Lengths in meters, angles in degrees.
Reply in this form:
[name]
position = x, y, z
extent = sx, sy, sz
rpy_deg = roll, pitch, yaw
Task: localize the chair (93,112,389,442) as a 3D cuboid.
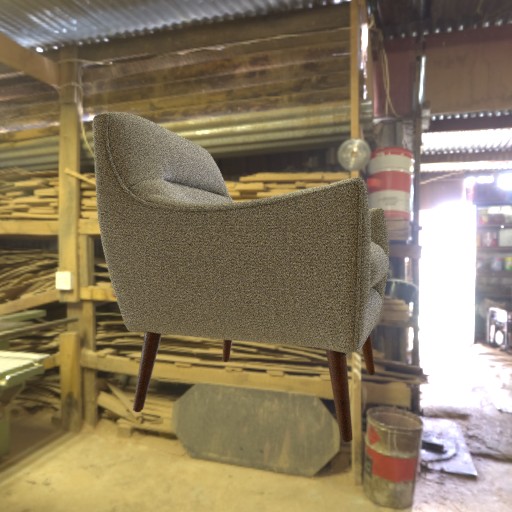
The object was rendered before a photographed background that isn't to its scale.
[chair]
position = 0.000, 0.000, 1.395
extent = 0.787, 0.838, 0.762
rpy_deg = 0, 0, 20
